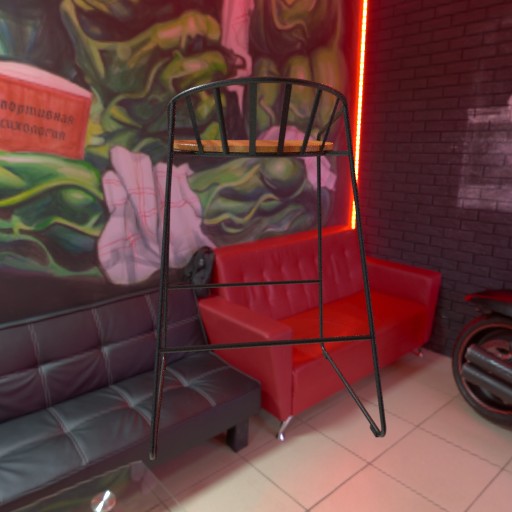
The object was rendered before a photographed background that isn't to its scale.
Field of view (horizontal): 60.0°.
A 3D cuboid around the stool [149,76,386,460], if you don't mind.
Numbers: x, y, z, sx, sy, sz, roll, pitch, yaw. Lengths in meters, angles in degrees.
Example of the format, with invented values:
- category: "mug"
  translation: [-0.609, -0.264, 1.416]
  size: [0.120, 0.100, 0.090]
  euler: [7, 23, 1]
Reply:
- category: "stool"
  translation: [0.000, 0.000, 1.152]
  size: [0.546, 0.812, 0.521]
  euler: [-2, 14, -8]
